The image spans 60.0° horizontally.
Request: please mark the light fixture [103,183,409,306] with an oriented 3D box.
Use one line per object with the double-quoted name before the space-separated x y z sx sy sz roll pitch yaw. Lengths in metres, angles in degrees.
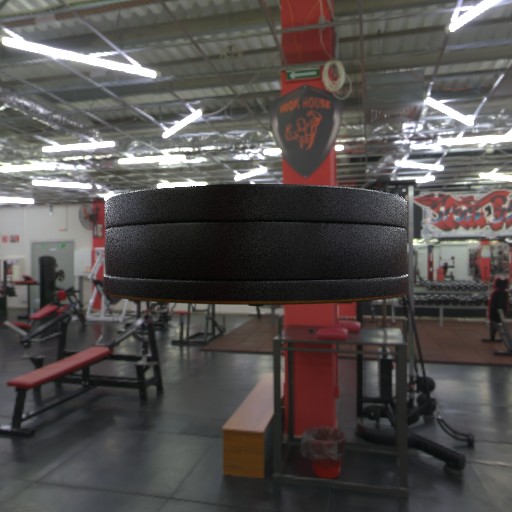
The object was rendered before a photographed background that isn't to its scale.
"light fixture" 0.000 0.000 0.434 0.283 0.097 0.283 0 0 0
